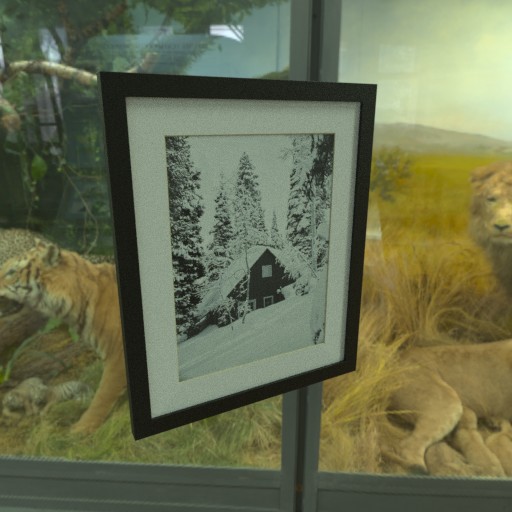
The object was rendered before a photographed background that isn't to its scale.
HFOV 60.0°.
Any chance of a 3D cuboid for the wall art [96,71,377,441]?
[{"bbox_3d":[0.000,0.000,0.534,0.325,0.397,0.018,-9,19,-26],"label":"wall art"}]
